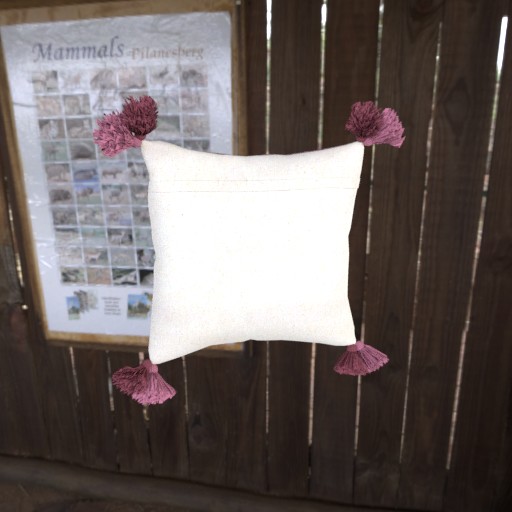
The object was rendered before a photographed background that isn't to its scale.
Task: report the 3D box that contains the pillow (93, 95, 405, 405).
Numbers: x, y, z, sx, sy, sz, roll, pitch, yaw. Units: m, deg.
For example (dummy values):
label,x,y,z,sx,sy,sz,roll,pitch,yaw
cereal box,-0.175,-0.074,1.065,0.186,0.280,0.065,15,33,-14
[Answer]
label,x,y,z,sx,sy,sz,roll,pitch,yaw
pillow,0.000,0.000,0.971,0.641,0.659,0.138,-2,14,-9
